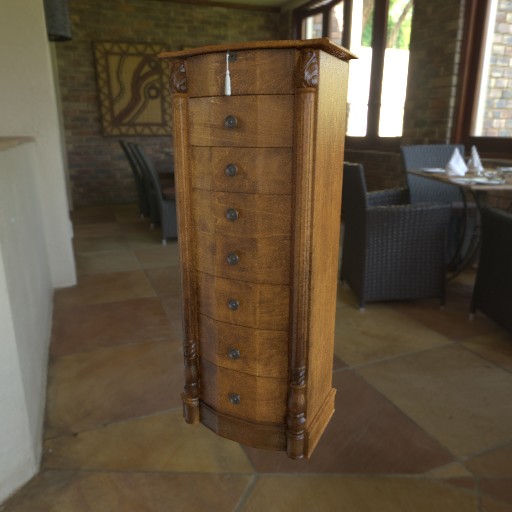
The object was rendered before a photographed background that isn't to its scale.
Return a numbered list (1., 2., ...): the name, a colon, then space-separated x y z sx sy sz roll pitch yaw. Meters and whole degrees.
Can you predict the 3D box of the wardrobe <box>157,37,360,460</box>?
1. wardrobe: 0.000 0.000 1.136 0.406 0.959 0.273 8 18 25
